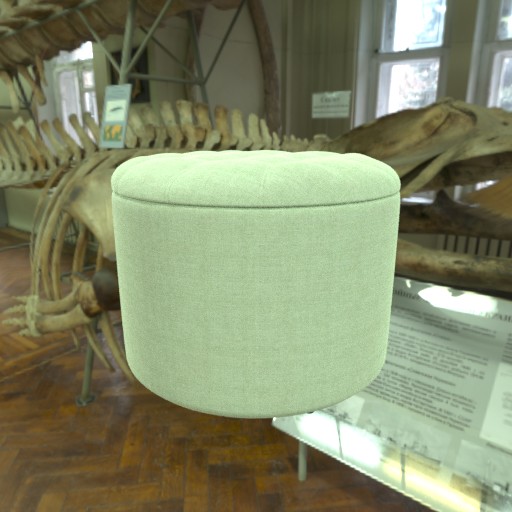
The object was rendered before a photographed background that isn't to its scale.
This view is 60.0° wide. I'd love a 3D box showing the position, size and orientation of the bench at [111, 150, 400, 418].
[{"bbox_3d":[0.000,0.000,1.002,0.600,0.453,0.600,0,16,0],"label":"bench"}]
